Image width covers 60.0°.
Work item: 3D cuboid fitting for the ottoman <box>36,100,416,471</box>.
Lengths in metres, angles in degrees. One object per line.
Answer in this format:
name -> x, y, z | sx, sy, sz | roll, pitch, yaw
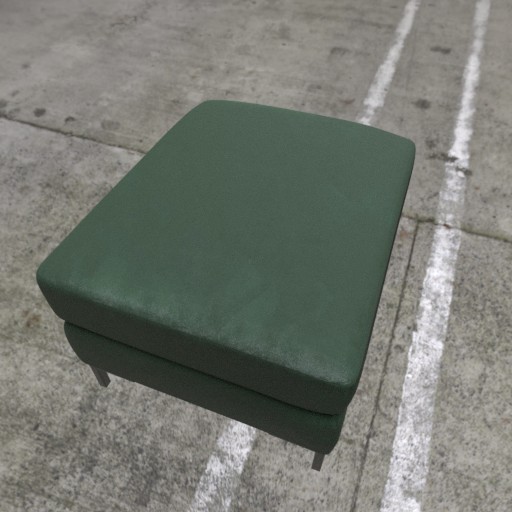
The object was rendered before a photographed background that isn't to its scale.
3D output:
ottoman -> 0.000, 0.000, 1.254 | 0.701, 0.538, 0.839 | 16, 48, 14
